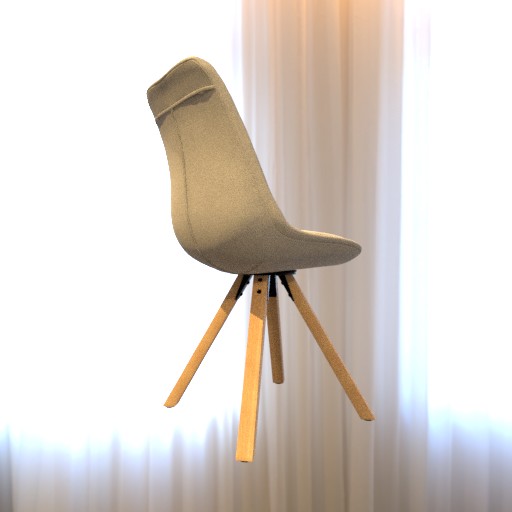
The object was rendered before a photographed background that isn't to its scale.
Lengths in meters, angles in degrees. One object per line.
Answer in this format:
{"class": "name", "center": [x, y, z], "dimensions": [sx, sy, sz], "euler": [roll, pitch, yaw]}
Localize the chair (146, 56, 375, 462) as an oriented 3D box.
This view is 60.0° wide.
{"class": "chair", "center": [0.000, 0.000, 1.195], "dimensions": [0.549, 0.863, 0.474], "euler": [-1, 1, -34]}
